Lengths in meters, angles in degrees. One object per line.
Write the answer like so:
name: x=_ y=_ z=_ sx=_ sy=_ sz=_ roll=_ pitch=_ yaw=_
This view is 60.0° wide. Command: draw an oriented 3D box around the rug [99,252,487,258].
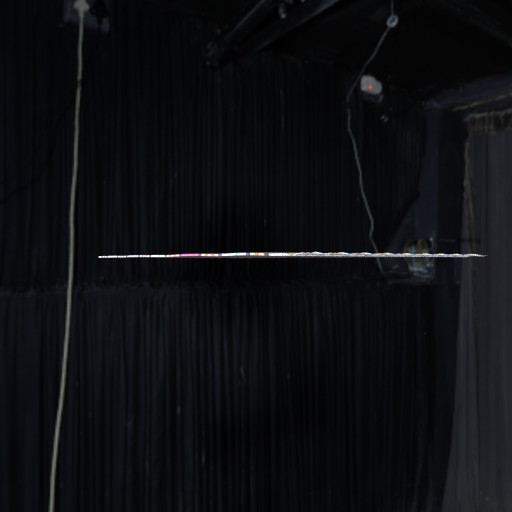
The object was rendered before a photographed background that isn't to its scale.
rug: x=0.000 y=0.000 z=2.295 sx=1.084 sy=0.013 sz=1.849 roll=0 pitch=-1 yaw=-37
